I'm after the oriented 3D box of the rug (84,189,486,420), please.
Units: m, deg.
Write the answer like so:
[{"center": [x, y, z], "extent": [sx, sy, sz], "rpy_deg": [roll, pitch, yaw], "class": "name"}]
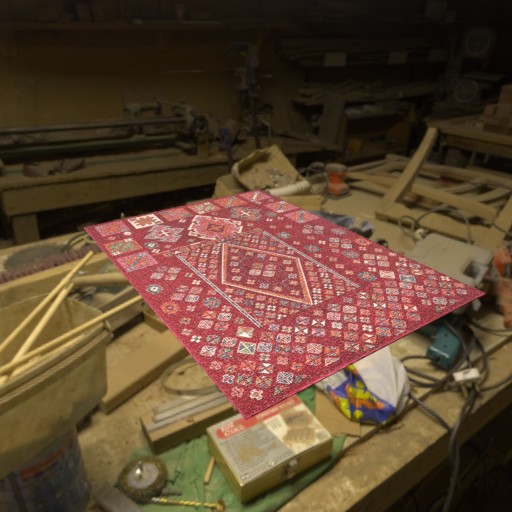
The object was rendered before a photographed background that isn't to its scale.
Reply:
[{"center": [0.000, 0.000, 2.852], "extent": [1.579, 0.007, 2.184], "rpy_deg": [-17, 32, -30], "class": "rug"}]
